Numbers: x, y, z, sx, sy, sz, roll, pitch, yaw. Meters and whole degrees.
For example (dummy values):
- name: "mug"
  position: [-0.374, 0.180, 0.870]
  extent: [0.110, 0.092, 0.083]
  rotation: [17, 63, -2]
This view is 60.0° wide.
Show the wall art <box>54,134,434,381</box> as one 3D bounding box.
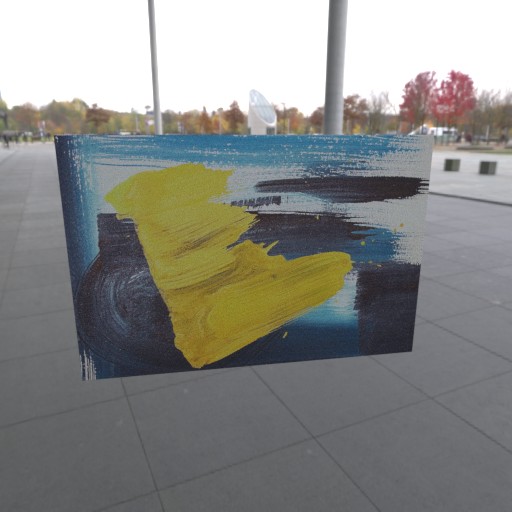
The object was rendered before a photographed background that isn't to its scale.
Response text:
- name: "wall art"
  position: [0.000, 0.000, 0.770]
  extent: [0.609, 0.406, 0.033]
  rotation: [-3, 16, -10]
